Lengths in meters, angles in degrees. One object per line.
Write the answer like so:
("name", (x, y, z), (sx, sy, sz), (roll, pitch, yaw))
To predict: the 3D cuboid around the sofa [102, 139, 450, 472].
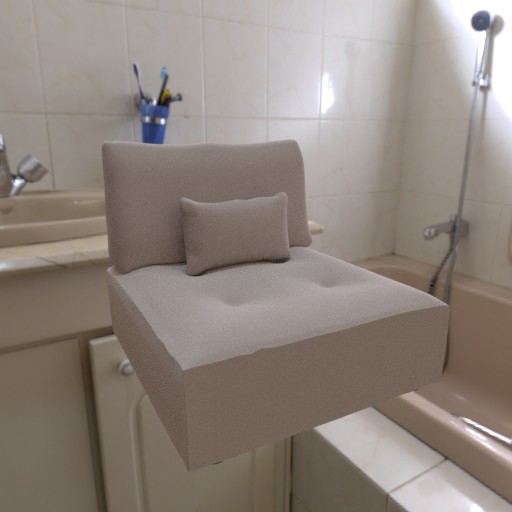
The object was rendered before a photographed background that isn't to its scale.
("sofa", (0.000, 0.000, 1.649), (0.935, 0.828, 1.000), (-8, 17, -27))
